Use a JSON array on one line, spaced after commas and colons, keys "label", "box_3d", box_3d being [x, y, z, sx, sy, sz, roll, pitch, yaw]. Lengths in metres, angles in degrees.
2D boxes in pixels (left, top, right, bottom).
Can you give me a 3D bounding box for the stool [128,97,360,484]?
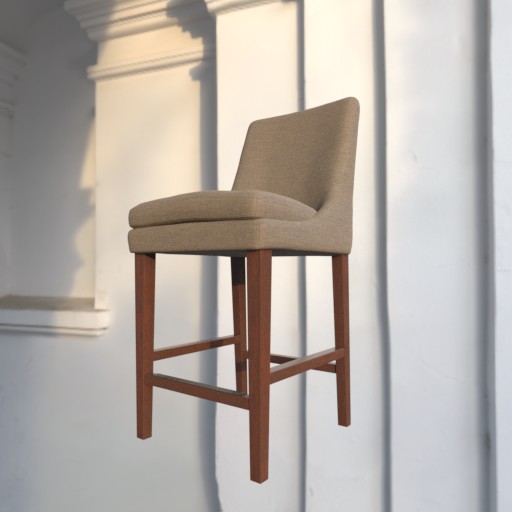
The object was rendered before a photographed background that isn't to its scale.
[{"label": "stool", "box_3d": [0.000, 0.000, 1.278, 0.470, 0.981, 0.577, -1, -2, 38]}]
